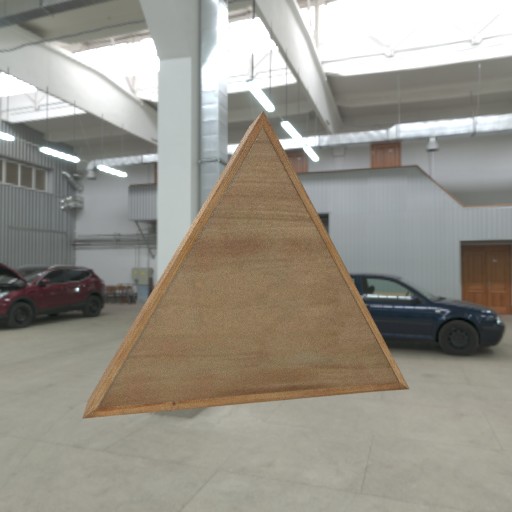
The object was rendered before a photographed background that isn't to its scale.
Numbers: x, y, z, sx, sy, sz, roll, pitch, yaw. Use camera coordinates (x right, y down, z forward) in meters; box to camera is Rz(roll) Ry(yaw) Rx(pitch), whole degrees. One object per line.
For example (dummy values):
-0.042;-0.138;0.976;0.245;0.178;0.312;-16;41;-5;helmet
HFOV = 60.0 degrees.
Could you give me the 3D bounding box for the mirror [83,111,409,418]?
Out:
0.000;0.000;0.880;0.631;0.548;0.100;0;-1;-16;mirror
